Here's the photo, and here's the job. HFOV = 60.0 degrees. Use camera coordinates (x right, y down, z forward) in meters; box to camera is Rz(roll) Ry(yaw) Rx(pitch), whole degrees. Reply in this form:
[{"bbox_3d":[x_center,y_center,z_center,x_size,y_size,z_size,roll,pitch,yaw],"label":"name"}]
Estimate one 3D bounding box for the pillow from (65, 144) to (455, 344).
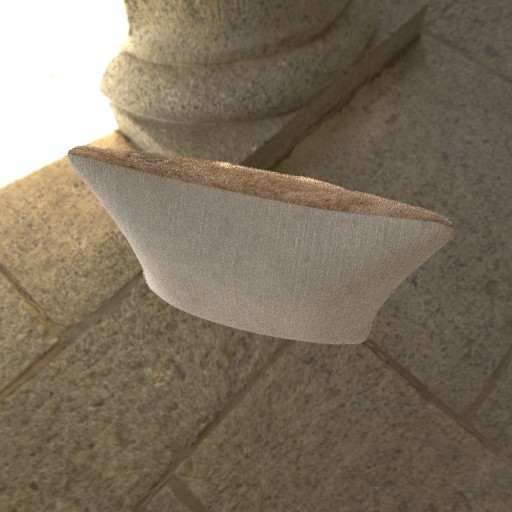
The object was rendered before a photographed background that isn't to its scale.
[{"bbox_3d":[0.000,0.000,0.817,0.538,0.525,0.216,13,65,6],"label":"pillow"}]
